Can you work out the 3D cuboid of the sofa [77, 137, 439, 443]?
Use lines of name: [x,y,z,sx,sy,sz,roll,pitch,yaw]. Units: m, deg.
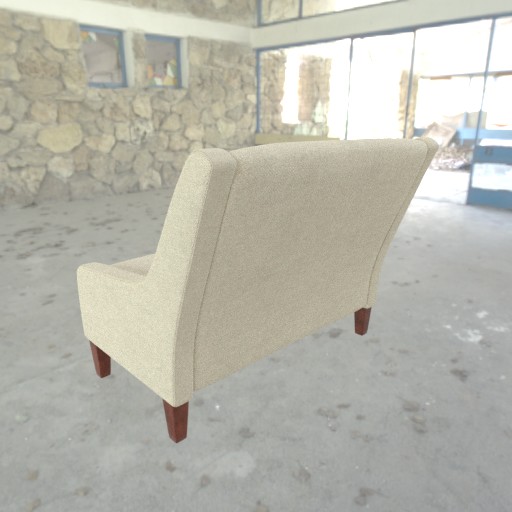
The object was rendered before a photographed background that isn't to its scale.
sofa: [0.000,0.000,1.877,1.212,0.976,0.946,-16,23,-42]
